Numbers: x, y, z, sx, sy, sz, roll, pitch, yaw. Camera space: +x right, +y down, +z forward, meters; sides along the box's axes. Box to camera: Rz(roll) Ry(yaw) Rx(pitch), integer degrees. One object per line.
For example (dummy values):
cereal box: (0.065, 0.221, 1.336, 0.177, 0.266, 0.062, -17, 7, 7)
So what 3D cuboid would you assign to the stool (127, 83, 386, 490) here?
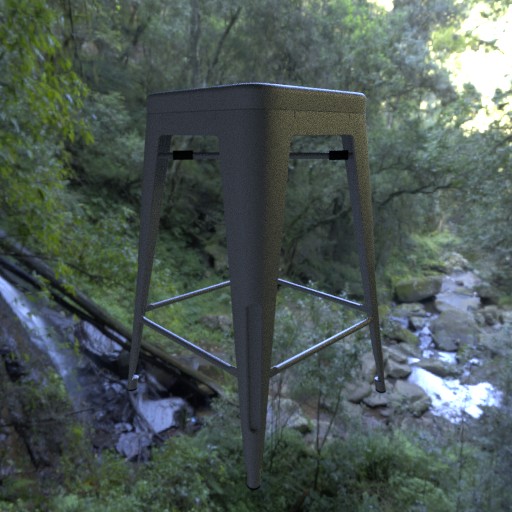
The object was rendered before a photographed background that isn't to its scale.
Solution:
stool: (0.000, 0.000, 0.885, 0.406, 0.610, 0.406, -15, 22, -42)
